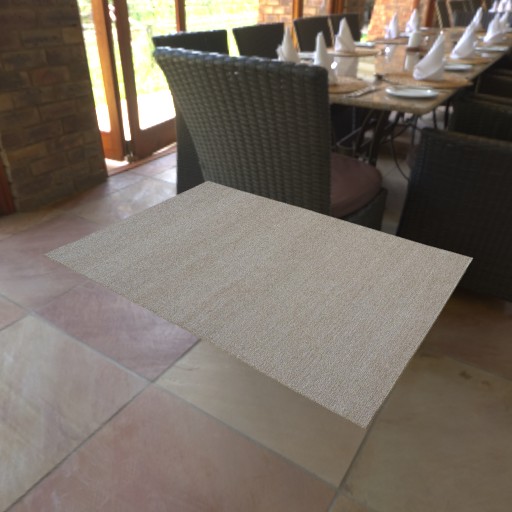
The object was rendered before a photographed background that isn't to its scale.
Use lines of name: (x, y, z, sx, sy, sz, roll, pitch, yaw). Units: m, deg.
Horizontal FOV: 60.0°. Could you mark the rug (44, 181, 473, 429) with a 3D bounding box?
rug: (0.000, 0.000, 3.609, 2.869, 0.038, 2.032, 21, 37, 31)
